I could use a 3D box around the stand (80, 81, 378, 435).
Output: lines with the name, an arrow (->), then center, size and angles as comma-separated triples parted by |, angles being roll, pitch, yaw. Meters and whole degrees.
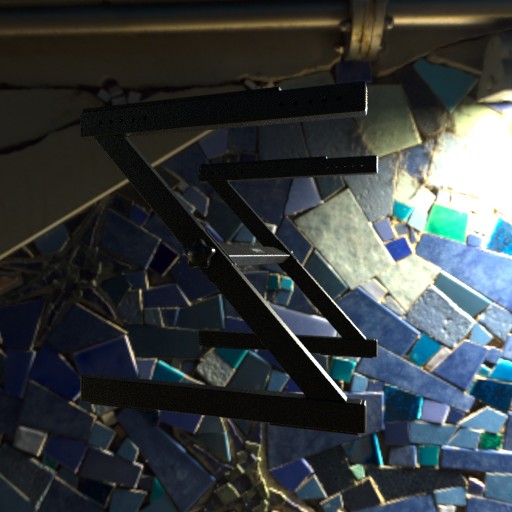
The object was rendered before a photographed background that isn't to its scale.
stand -> 0.000, 0.000, 1.142 | 0.586, 0.617, 0.700 | 0, 0, 17
